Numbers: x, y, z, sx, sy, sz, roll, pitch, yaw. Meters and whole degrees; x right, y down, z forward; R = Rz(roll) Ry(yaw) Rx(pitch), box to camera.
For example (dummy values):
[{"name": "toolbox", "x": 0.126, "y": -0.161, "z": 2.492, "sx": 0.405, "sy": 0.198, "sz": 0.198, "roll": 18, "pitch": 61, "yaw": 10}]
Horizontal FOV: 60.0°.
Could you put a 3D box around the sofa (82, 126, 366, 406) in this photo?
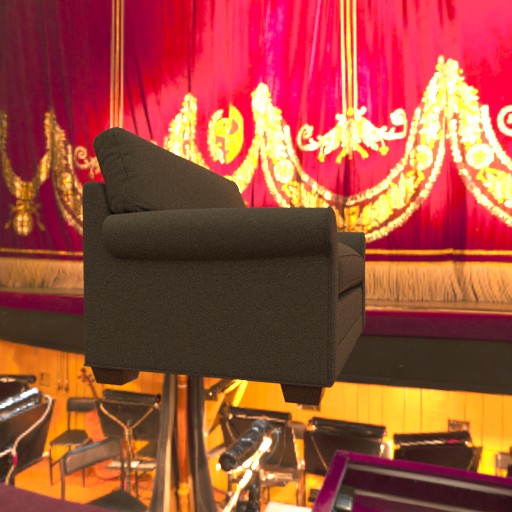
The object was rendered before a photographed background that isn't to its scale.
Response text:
[{"name": "sofa", "x": 0.000, "y": 0.000, "z": 2.095, "sx": 0.940, "sy": 0.953, "sz": 1.410, "roll": 0, "pitch": -1, "yaw": 18}]
